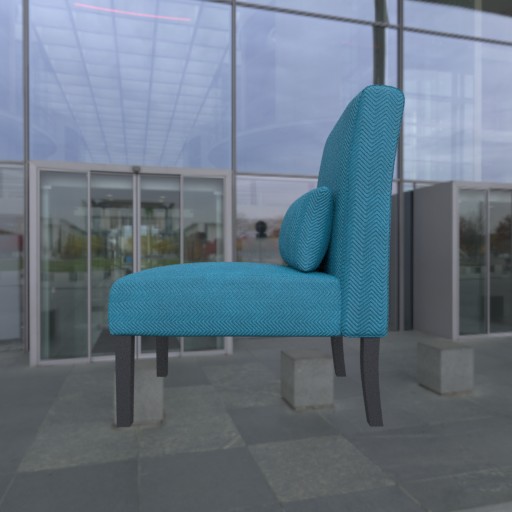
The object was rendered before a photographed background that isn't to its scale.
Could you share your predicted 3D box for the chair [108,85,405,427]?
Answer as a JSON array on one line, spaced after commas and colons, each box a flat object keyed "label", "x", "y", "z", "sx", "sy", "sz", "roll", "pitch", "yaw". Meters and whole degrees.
[{"label": "chair", "x": 0.000, "y": 0.000, "z": 1.466, "sx": 0.808, "sy": 0.927, "sz": 0.579, "roll": 0, "pitch": 0, "yaw": 0}]
